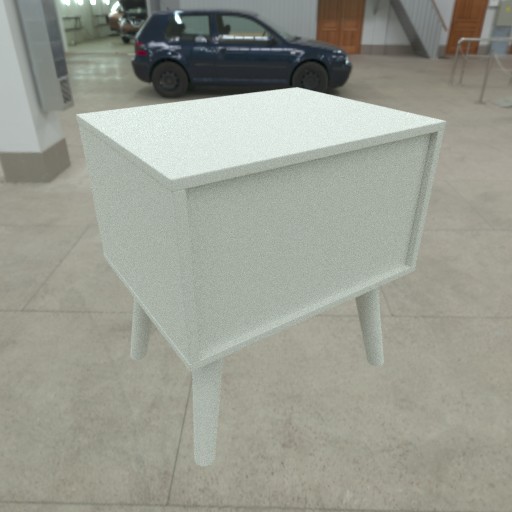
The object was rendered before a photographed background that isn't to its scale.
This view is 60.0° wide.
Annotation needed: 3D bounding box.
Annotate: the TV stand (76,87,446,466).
[{"bbox_3d":[0.000,0.000,0.915,0.508,0.559,0.405,-19,35,-29],"label":"TV stand"}]
